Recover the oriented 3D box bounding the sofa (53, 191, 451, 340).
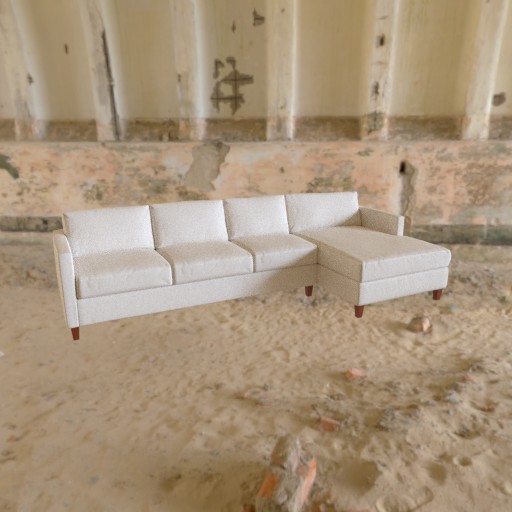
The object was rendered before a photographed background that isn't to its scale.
[{"bbox_3d":[0.000,0.000,4.245,3.471,0.954,1.606,-8,18,-25],"label":"sofa"}]
